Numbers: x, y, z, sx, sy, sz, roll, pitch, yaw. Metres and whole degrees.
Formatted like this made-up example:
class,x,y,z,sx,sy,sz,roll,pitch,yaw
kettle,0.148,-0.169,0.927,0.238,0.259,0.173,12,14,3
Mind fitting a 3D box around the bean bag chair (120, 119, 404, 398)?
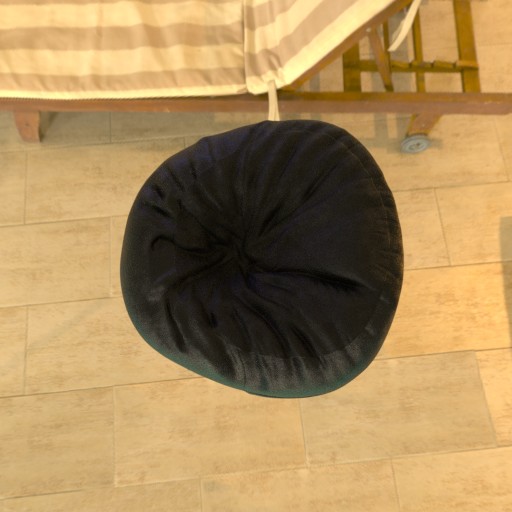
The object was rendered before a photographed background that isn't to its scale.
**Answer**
class,x,y,z,sx,sy,sz,roll,pitch,yaw
bean bag chair,0.000,0.000,2.499,1.524,0.878,1.524,0,75,0
